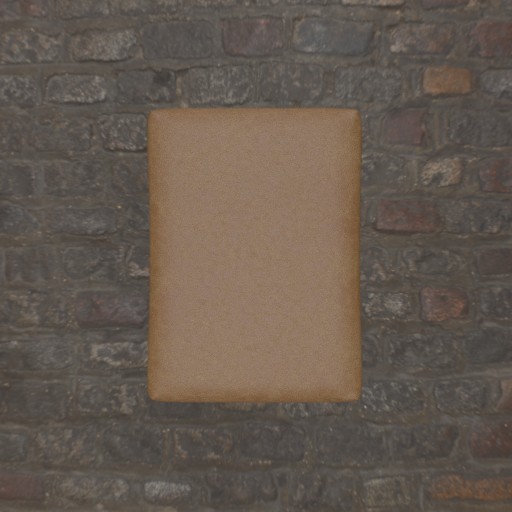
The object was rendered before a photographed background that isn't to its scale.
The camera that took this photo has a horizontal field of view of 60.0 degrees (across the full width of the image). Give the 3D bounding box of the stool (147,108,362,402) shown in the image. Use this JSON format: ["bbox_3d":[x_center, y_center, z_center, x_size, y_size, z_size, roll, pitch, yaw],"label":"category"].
[{"bbox_3d":[0.000,0.000,1.063,0.361,0.759,0.500,0,90,0],"label":"stool"}]
